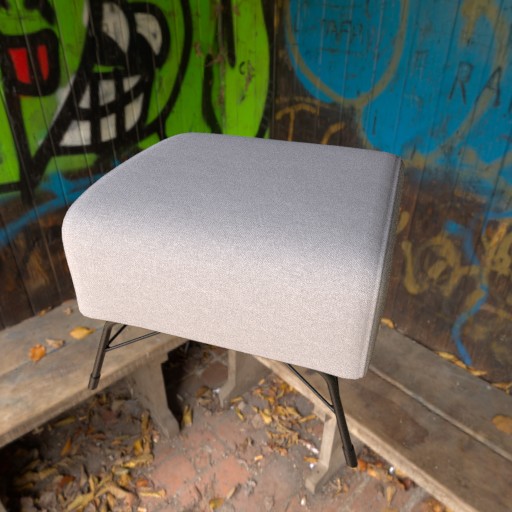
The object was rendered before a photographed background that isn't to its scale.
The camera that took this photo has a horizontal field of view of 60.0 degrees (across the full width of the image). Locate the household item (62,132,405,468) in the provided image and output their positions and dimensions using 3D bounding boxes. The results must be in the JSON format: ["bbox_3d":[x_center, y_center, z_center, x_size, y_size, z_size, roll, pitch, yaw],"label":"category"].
[{"bbox_3d":[0.000,0.000,0.907,0.530,0.410,0.530,10,33,16],"label":"household item"}]
